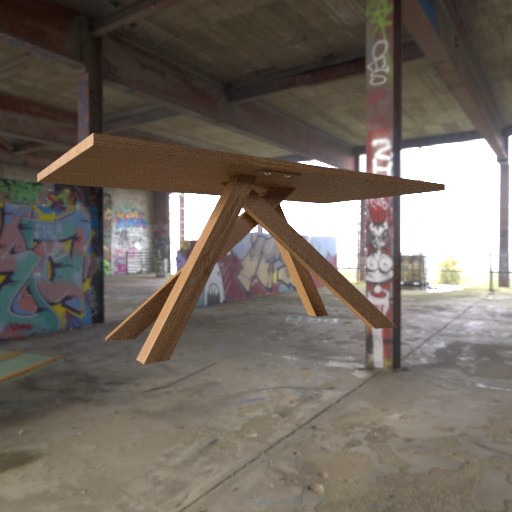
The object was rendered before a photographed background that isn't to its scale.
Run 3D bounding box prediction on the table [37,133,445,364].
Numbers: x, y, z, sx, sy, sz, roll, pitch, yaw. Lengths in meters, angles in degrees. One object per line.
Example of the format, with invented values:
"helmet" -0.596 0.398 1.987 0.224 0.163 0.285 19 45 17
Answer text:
"table" 0.000 0.000 2.176 1.797 0.750 0.901 -1 1 -35
